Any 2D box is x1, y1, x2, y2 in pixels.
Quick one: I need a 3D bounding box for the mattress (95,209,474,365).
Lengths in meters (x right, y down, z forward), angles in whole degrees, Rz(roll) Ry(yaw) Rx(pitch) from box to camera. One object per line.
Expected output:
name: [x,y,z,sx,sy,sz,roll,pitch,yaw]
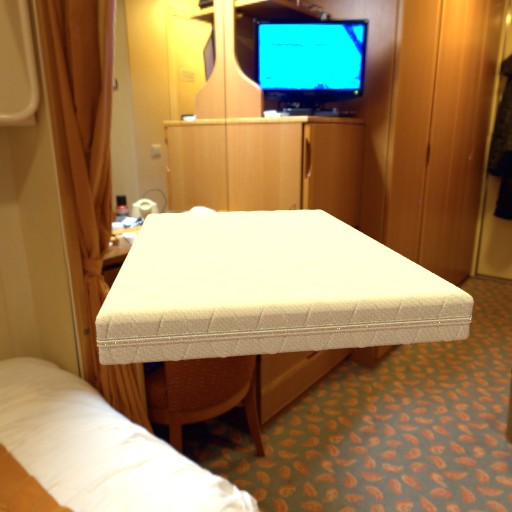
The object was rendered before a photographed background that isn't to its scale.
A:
mattress: [0.000,0.000,2.556,1.400,0.200,2.000,-2,16,-8]
